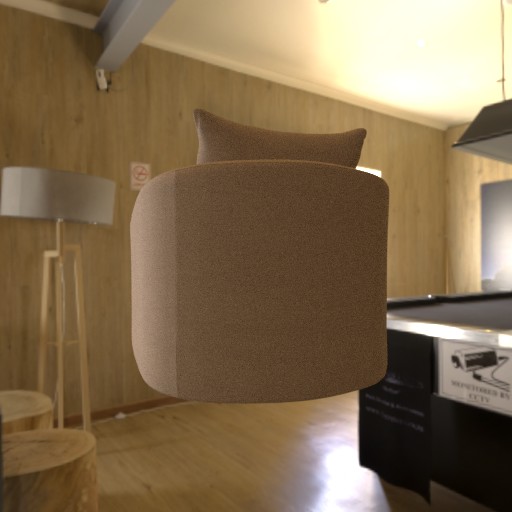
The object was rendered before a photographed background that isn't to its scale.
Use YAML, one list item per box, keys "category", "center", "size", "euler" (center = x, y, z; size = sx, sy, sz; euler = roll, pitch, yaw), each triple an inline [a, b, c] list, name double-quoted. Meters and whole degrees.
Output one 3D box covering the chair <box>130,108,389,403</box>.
- category: "chair"
  center: [0.000, 0.000, 1.610]
  size: [0.845, 0.848, 0.910]
  euler: [0, 0, -19]
